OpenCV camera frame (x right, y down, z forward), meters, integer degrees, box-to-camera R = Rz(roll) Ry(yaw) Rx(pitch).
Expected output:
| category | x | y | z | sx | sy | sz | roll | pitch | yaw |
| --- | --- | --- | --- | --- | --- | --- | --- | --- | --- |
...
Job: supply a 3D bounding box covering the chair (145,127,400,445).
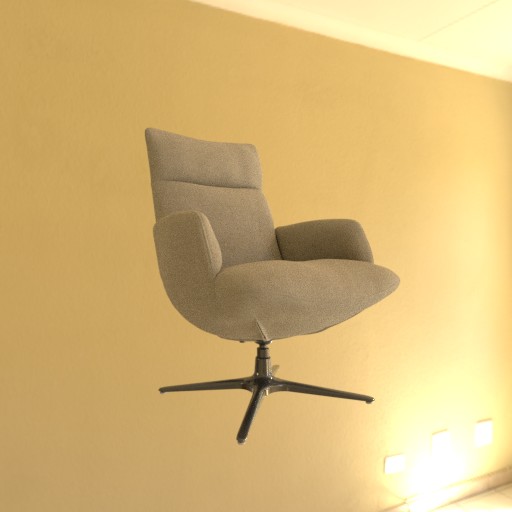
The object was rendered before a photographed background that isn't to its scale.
| category | x | y | z | sx | sy | sz | roll | pitch | yaw |
| --- | --- | --- | --- | --- | --- | --- | --- | --- | --- |
| chair | 0.000 | 0.000 | 1.612 | 0.711 | 1.016 | 0.889 | -1 | 1 | -36 |
